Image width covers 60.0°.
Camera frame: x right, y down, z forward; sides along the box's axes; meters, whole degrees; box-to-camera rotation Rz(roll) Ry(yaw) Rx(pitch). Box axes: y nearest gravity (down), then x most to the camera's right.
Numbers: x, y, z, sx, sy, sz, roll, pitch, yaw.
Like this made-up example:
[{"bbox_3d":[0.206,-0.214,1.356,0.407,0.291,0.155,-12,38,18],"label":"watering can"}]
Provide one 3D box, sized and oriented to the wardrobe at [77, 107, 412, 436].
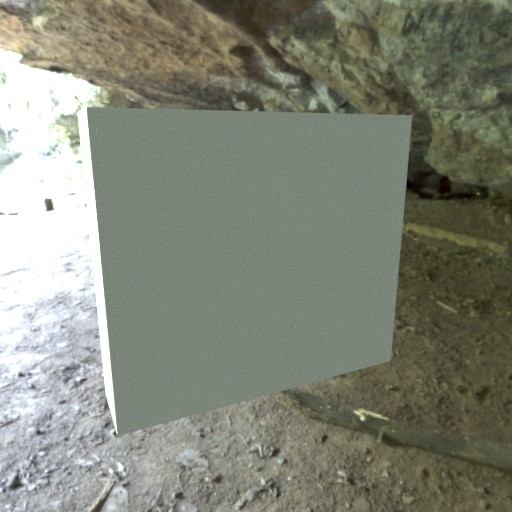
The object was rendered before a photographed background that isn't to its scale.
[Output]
[{"bbox_3d":[0.000,0.000,1.965,1.340,1.200,0.360,-7,17,-25],"label":"wardrobe"}]
